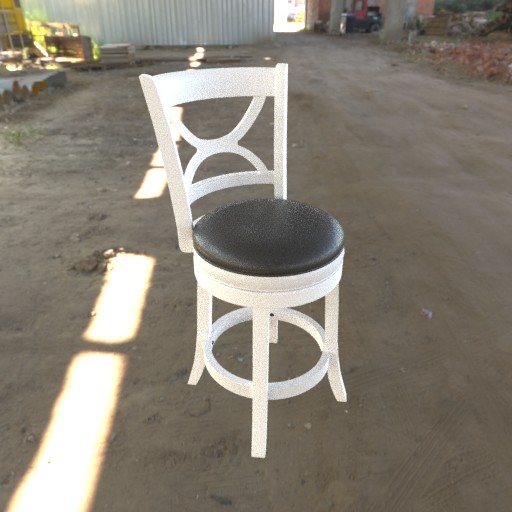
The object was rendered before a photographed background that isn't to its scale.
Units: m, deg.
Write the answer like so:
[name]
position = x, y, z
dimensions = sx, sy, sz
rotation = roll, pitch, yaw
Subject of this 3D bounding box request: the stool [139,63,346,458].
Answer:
[stool]
position = 0.000, 0.000, 1.247
dimensions = 0.444, 0.953, 0.508
rotation = -20, 35, -32
